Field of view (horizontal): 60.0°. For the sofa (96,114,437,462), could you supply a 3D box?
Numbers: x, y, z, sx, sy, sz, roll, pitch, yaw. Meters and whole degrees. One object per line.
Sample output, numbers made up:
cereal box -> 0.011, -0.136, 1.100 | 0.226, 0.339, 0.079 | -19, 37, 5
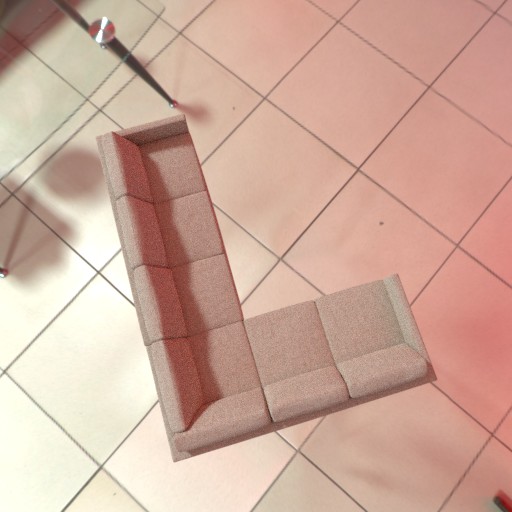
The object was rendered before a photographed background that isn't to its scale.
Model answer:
sofa -> 0.000, 0.000, 4.410 | 2.432, 0.863, 3.182 | -16, 78, -4
